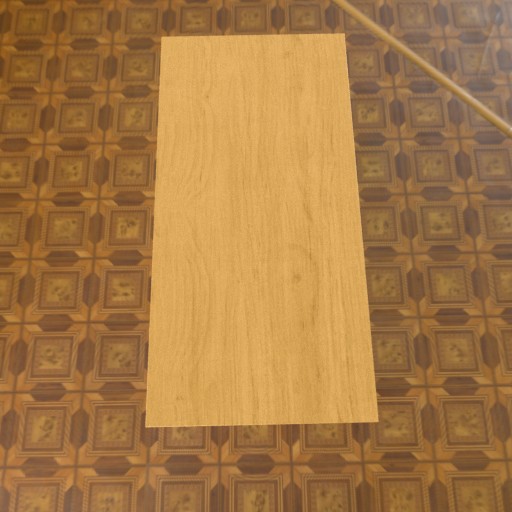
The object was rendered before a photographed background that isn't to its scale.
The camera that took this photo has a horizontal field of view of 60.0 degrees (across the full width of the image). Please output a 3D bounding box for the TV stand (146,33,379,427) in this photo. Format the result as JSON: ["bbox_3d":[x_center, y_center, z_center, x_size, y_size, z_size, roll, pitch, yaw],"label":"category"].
[{"bbox_3d":[0.000,0.000,1.299,0.430,0.787,0.851,-1,75,0],"label":"TV stand"}]
